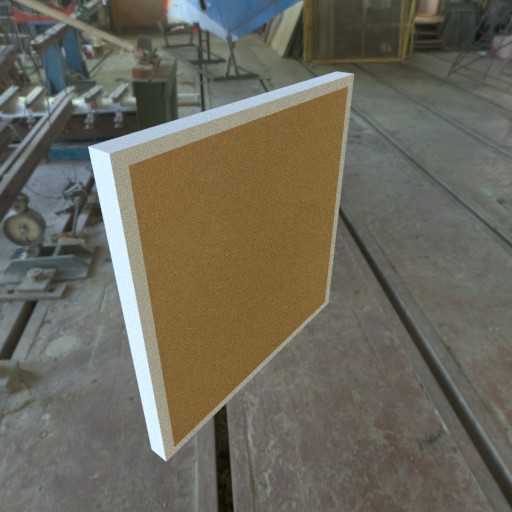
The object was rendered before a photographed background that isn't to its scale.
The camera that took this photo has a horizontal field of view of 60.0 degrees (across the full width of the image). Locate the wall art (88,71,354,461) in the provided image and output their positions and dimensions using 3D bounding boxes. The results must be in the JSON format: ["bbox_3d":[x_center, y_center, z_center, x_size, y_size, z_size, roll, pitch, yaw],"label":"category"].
[{"bbox_3d":[0.000,0.000,0.746,0.035,0.507,0.508,23,39,31],"label":"wall art"}]
